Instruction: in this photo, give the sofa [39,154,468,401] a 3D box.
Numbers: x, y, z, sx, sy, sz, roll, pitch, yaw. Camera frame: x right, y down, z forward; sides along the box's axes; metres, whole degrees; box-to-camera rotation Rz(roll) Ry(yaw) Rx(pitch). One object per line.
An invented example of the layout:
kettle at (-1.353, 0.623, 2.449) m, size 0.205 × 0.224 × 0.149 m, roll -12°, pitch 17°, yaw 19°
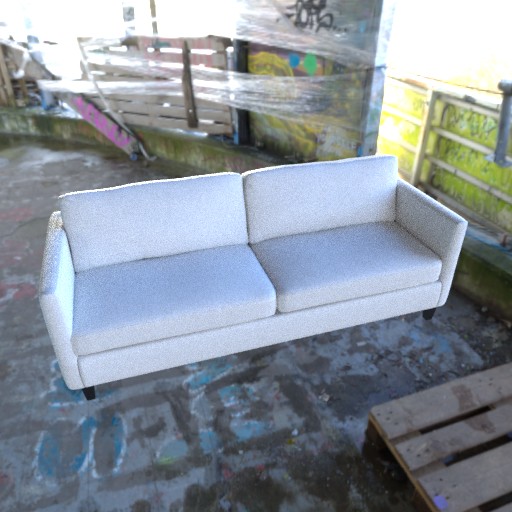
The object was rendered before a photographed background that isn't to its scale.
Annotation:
sofa at (0.000, 0.000, 2.858) m, size 2.434 × 0.965 × 0.948 m, roll -10°, pitch 33°, yaw -15°
